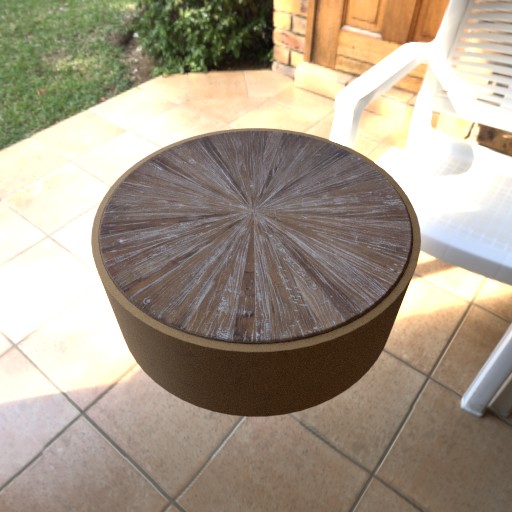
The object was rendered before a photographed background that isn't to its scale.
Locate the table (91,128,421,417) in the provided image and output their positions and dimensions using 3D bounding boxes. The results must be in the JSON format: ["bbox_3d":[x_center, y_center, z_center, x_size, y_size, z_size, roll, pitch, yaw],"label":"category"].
[{"bbox_3d":[0.000,0.000,1.531,1.001,0.409,1.001,0,47,0],"label":"table"}]
